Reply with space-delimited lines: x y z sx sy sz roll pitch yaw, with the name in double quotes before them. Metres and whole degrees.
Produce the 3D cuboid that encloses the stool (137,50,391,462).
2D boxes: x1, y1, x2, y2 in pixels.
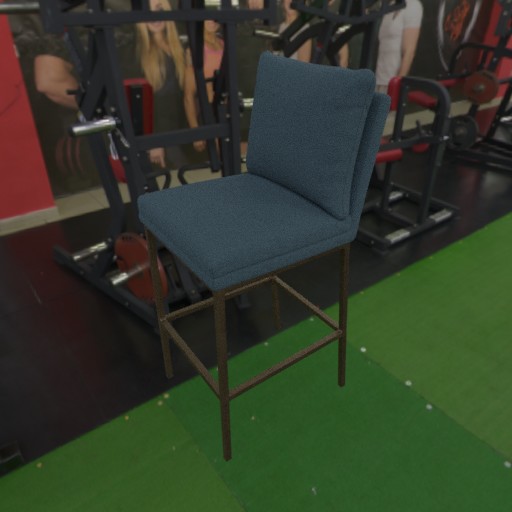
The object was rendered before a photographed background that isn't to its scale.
"stool" 0.000 0.000 1.401 0.568 1.124 0.463 -20 37 -29
